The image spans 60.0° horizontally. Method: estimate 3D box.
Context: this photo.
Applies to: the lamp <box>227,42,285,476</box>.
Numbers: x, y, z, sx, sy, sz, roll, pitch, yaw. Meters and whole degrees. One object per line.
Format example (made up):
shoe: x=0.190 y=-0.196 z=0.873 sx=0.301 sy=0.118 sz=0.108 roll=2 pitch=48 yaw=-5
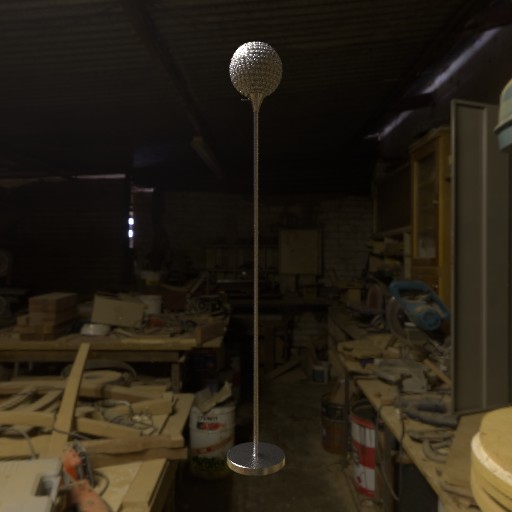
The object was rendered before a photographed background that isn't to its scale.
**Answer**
lamp: x=0.000 y=0.000 z=1.939 sx=0.254 sy=1.805 sz=0.254 roll=0 pitch=1 yaw=0
